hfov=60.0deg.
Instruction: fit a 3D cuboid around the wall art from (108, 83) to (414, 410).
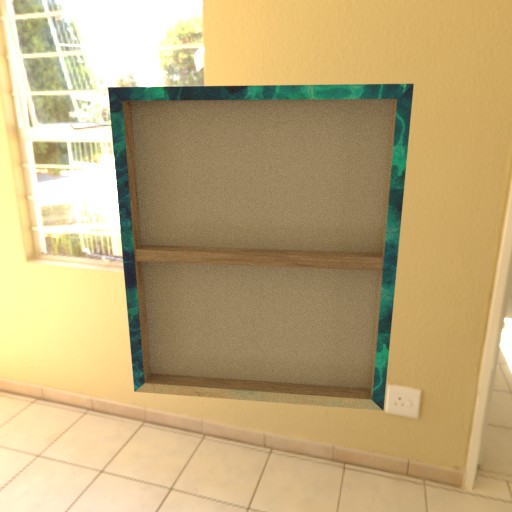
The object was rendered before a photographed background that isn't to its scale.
[{"bbox_3d":[0.000,0.000,0.709,0.432,0.508,0.038,2,16,7],"label":"wall art"}]
